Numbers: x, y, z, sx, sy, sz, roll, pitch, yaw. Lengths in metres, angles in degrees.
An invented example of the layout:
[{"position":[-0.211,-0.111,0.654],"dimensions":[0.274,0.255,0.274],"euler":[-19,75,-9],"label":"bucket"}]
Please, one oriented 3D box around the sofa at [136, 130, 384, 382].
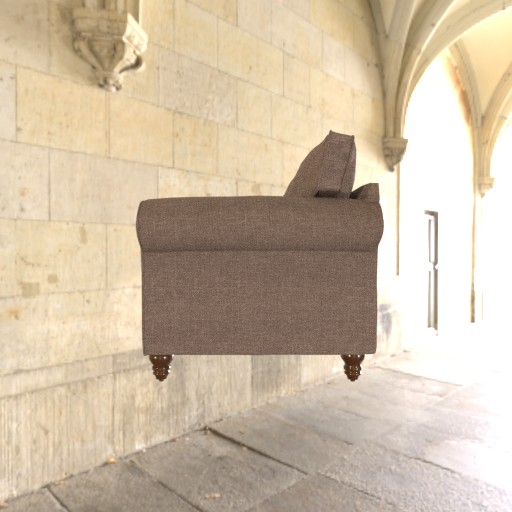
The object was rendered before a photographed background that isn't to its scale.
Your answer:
[{"position":[0.000,0.000,2.616],"dimensions":[0.916,0.961,2.084],"euler":[0,1,0],"label":"sofa"}]
